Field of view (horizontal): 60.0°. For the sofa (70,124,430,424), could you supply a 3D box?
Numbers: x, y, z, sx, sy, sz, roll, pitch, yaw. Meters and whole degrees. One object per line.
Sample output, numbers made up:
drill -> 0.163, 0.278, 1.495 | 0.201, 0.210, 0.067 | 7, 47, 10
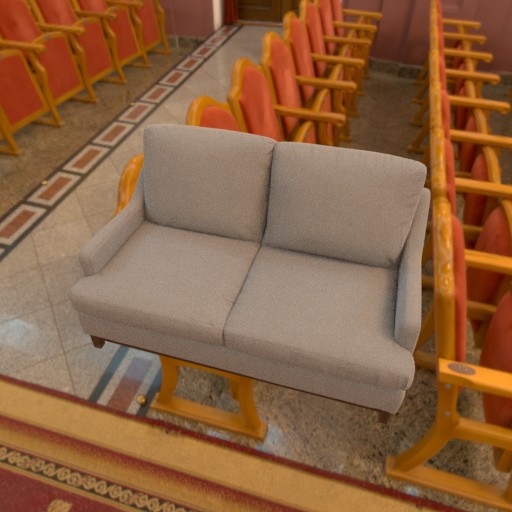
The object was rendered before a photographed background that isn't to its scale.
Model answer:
sofa -> 0.000, 0.000, 2.214 | 1.589, 0.921, 0.987 | 11, 42, 13
